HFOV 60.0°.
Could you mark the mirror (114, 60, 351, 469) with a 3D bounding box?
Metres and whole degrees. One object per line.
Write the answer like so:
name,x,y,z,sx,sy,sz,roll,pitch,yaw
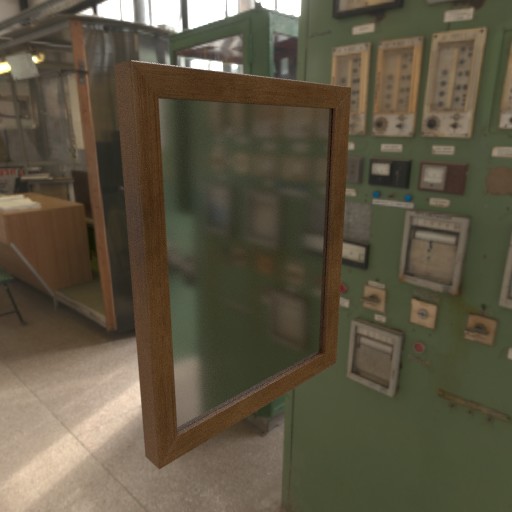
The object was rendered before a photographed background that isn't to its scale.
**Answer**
mirror,0.000,0.000,0.677,0.405,0.508,0.041,-15,21,-43
